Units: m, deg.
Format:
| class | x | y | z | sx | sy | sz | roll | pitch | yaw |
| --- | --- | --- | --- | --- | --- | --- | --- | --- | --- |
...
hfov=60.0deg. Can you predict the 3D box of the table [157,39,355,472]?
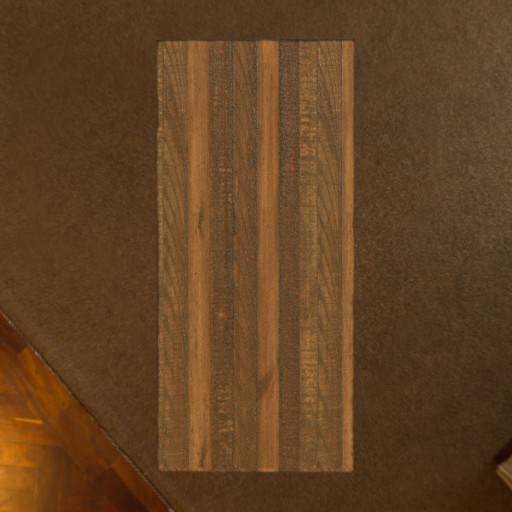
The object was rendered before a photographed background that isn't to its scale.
| class | x | y | z | sx | sy | sz | roll | pitch | yaw |
| --- | --- | --- | --- | --- | --- | --- | --- | --- | --- |
| table | 0.000 | 0.000 | 1.213 | 0.452 | 0.399 | 0.990 | 0 | 90 | 0 |
